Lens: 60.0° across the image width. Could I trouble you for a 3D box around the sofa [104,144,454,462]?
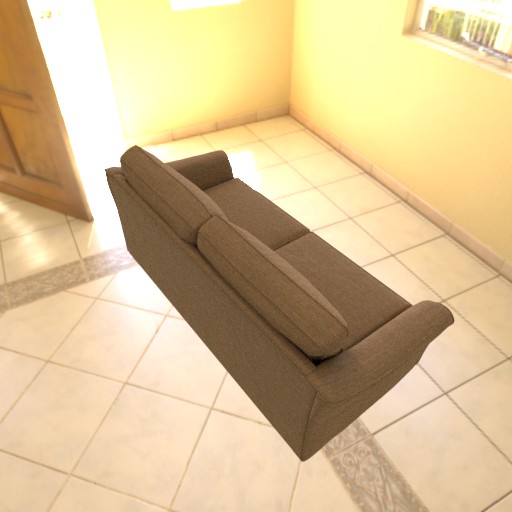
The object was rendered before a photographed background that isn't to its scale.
[{"bbox_3d":[0.000,0.000,2.811,0.980,0.965,2.270,-27,49,-27],"label":"sofa"}]
